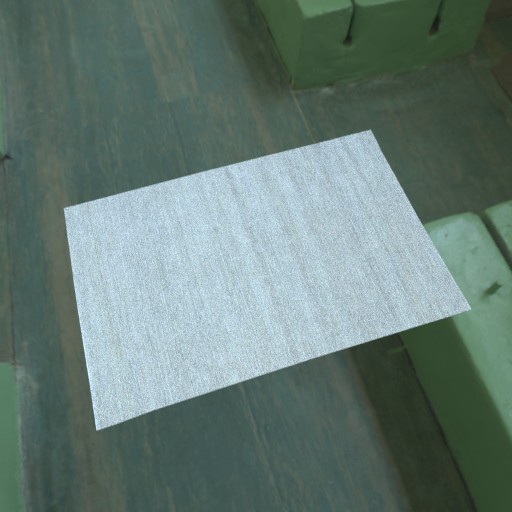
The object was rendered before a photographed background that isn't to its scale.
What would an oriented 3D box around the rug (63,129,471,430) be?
[{"bbox_3d":[0.000,0.000,2.269,1.820,0.022,1.179,-16,65,-7],"label":"rug"}]
